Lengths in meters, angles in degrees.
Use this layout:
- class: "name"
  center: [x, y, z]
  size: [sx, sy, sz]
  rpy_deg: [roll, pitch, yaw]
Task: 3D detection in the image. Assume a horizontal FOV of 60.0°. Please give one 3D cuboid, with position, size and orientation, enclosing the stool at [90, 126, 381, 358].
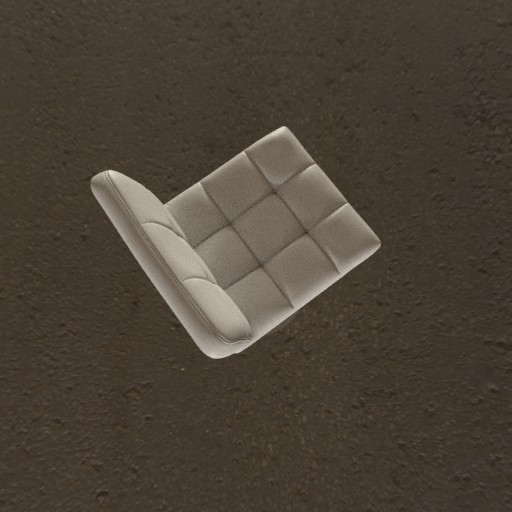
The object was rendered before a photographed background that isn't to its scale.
- class: "stool"
  center: [0.000, 0.000, 1.351]
  size: [0.505, 1.115, 0.430]
  rpy_deg: [-35, 79, -8]
